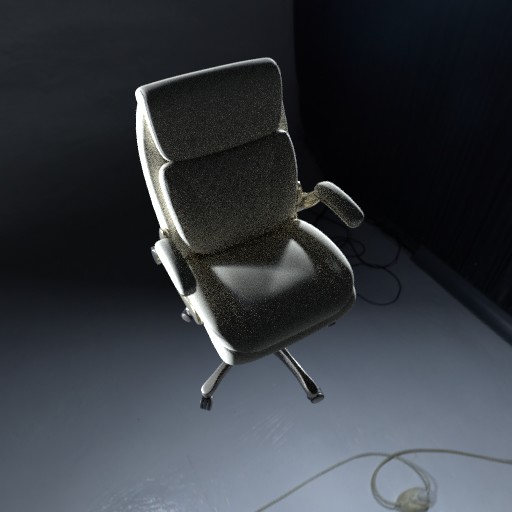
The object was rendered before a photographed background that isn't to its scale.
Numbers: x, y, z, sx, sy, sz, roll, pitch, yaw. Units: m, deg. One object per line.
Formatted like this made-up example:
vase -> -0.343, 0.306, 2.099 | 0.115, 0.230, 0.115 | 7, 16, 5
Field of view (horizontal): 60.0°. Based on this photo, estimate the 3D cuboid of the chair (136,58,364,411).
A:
chair -> 0.000, 0.000, 1.633 | 0.740, 1.110, 0.794 | -25, 51, -22
